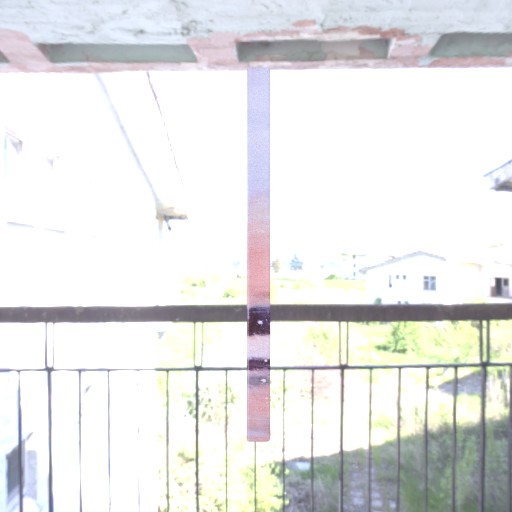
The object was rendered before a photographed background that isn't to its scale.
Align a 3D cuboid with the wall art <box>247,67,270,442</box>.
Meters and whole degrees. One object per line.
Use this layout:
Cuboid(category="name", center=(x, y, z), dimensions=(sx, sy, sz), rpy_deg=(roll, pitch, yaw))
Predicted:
Cuboid(category="wall art", center=(0.000, 0.000, 1.174), dimensions=(0.038, 0.609, 0.913), rpy_deg=(0, 0, -1))
